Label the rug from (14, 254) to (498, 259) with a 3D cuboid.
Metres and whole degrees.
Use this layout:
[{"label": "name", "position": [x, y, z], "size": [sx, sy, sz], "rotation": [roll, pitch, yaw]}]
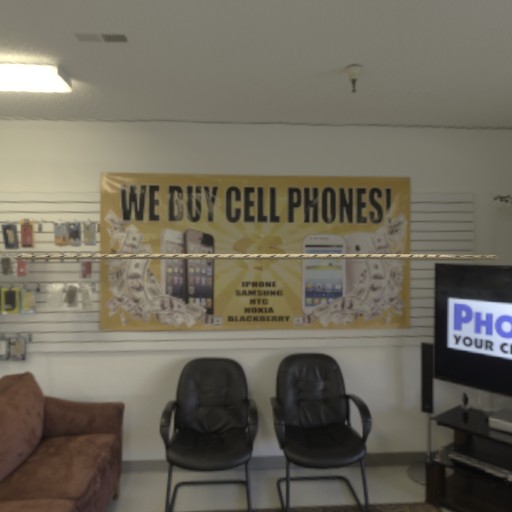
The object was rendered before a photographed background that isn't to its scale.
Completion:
[{"label": "rug", "position": [0.000, 0.000, 2.290], "size": [1.842, 0.019, 1.237], "rotation": [0, 0, -1]}]
